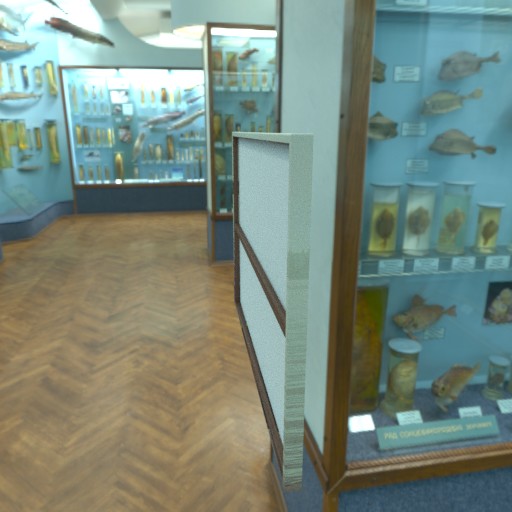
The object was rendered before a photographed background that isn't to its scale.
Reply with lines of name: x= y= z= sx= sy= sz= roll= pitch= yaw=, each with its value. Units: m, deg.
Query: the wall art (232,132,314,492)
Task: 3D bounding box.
wall art: x=0.000 y=0.000 z=1.423 sx=0.040 sy=0.765 sz=1.149 roll=-2 pitch=16 yaw=-8
